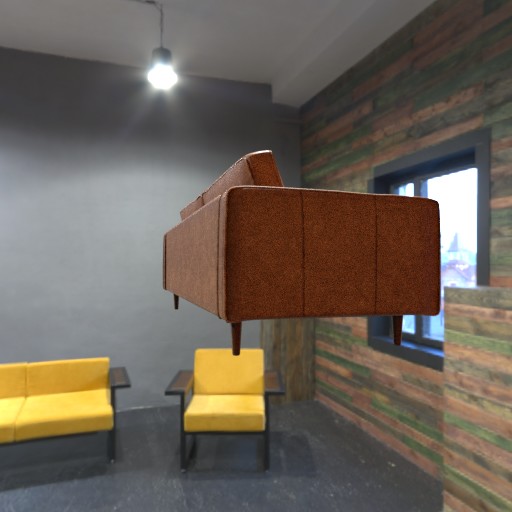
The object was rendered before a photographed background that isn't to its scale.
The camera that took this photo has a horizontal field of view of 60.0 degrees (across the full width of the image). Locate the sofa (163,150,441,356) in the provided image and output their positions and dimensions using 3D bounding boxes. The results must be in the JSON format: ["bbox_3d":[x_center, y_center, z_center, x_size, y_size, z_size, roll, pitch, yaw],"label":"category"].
[{"bbox_3d":[0.000,0.000,2.621,0.886,0.779,2.199,0,-1,-17],"label":"sofa"}]
